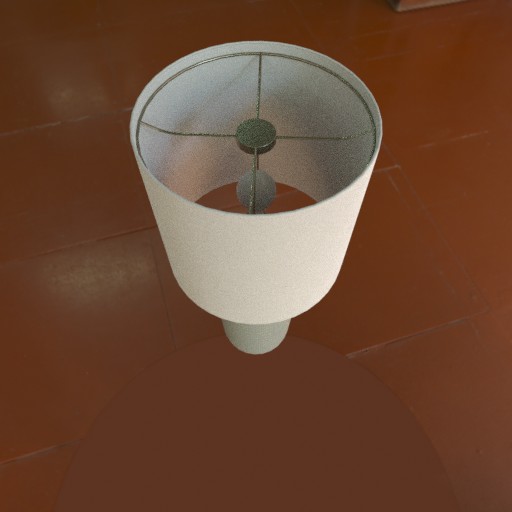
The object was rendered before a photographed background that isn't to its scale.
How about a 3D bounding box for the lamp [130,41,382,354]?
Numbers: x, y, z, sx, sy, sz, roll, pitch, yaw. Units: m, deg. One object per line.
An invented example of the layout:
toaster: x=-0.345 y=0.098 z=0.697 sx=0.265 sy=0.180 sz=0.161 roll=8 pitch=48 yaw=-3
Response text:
lamp: x=0.000 y=0.000 z=0.593 sx=0.220 sy=0.475 sz=0.220 roll=14 pitch=60 yaw=9
